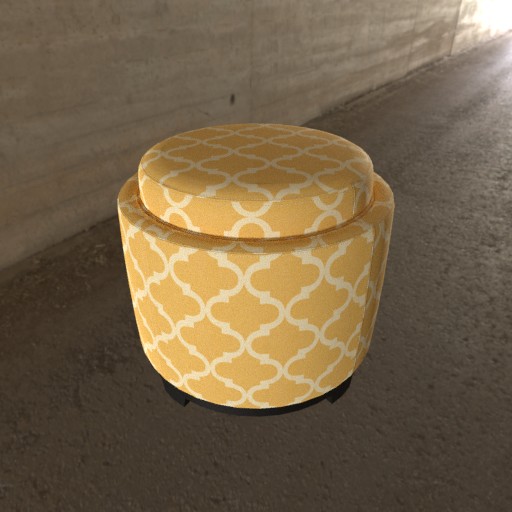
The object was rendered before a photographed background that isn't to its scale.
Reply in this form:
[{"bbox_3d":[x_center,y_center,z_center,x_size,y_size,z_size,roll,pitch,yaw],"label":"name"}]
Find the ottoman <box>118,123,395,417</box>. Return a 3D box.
[{"bbox_3d":[0.000,0.000,0.854,0.480,0.429,0.480,0,31,0],"label":"ottoman"}]
